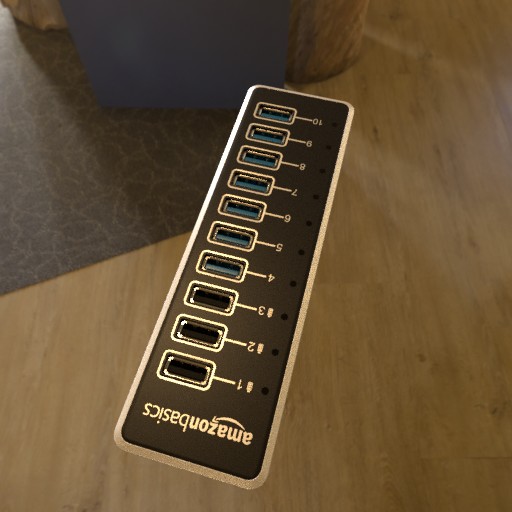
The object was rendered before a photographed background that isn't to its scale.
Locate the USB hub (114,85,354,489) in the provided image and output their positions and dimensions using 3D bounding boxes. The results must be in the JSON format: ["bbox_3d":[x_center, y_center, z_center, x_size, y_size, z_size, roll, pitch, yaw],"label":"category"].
[{"bbox_3d":[0.000,0.000,0.160,0.044,0.023,0.145,14,64,7],"label":"USB hub"}]
